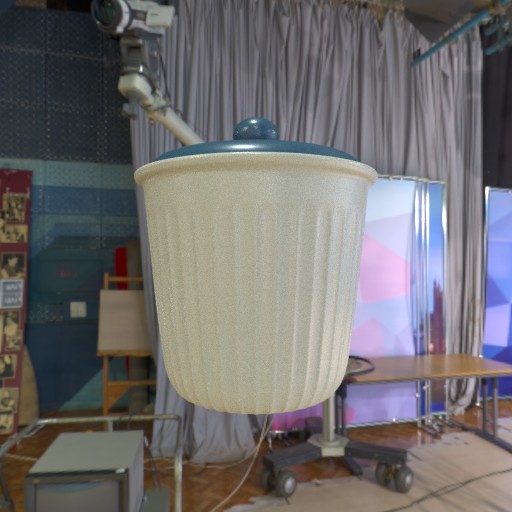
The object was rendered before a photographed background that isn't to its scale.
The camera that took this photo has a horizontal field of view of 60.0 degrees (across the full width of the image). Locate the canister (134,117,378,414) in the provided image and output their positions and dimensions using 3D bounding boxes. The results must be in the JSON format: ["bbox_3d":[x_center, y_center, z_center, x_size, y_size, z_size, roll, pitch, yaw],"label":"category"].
[{"bbox_3d":[0.000,0.000,0.341,0.181,0.211,0.181,0,0,0],"label":"canister"}]
